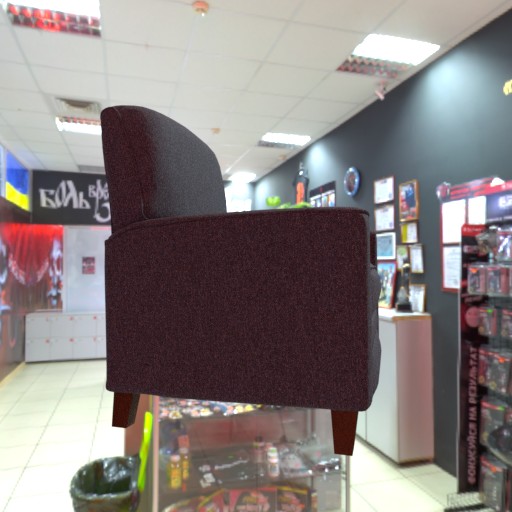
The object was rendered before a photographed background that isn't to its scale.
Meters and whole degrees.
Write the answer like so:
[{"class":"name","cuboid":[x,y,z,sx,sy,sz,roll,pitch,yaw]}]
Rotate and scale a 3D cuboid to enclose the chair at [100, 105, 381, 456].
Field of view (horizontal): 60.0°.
[{"class":"chair","cuboid":[0.000,0.000,1.571,0.850,1.016,0.839,0,-1,17]}]
